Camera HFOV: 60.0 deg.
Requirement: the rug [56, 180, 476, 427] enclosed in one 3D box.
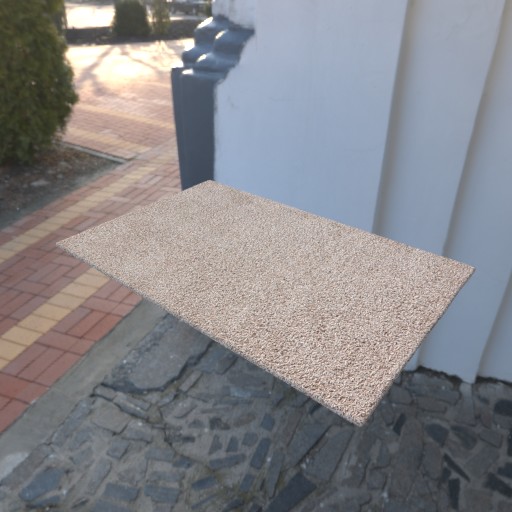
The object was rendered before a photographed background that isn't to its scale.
[{"bbox_3d":[0.000,0.000,3.419,2.743,0.030,1.778,23,38,33],"label":"rug"}]
